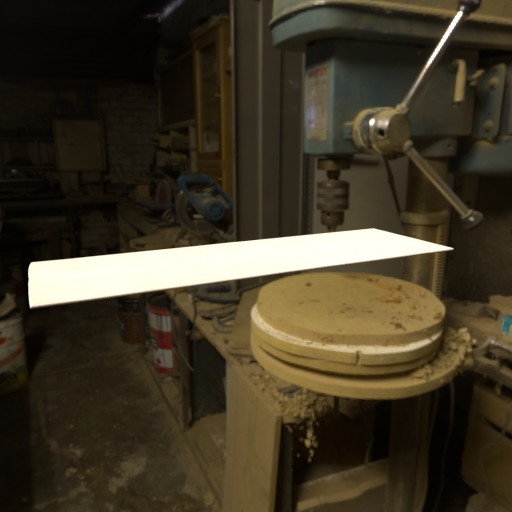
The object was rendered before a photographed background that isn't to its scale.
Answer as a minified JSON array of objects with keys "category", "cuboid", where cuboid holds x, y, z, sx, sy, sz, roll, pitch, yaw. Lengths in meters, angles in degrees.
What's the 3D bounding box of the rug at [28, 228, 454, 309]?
[{"category":"rug","cuboid":[0.000,0.000,2.660,2.450,0.014,0.793,-7,15,-25]}]
